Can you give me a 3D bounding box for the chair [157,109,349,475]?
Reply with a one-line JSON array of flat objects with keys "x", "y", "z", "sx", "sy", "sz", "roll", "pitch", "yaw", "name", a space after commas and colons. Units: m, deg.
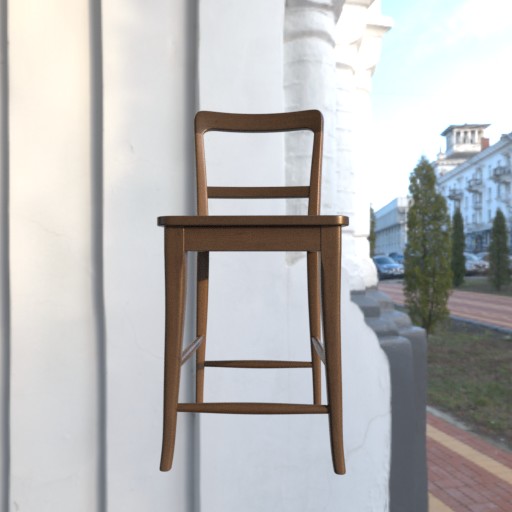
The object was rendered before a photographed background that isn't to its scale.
[{"x": 0.000, "y": 0.000, "z": 1.275, "sx": 0.450, "sy": 0.991, "sz": 0.546, "roll": 0, "pitch": 0, "yaw": 2, "name": "chair"}]
